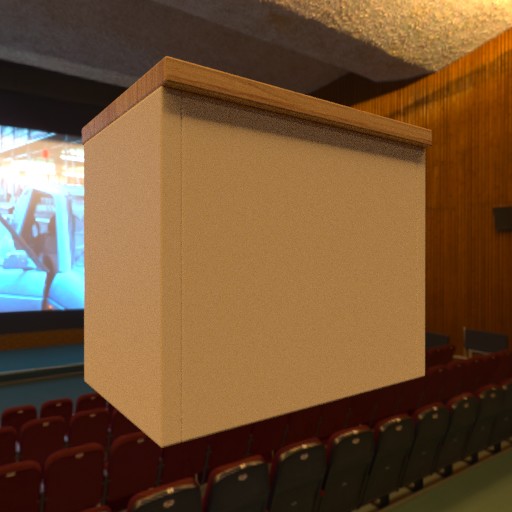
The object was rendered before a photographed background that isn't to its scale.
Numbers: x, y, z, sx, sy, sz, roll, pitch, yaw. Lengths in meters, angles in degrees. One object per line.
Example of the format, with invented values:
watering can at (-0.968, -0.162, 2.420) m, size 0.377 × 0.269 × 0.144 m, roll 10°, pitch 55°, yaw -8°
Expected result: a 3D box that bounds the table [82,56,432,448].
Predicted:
table at (0.000, 0.000, 0.775) m, size 0.500 × 0.440 × 0.360 m, roll 0°, pitch 0°, yaw -36°
